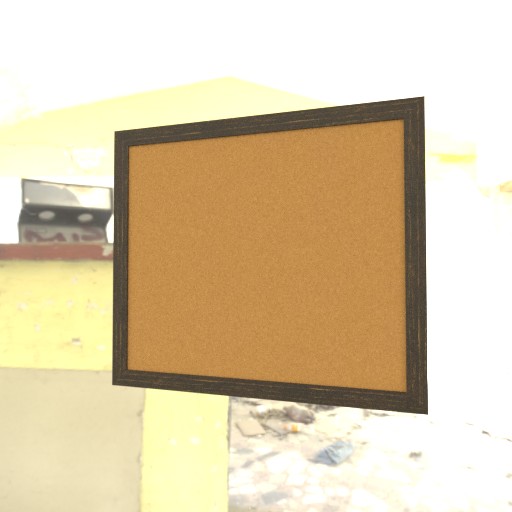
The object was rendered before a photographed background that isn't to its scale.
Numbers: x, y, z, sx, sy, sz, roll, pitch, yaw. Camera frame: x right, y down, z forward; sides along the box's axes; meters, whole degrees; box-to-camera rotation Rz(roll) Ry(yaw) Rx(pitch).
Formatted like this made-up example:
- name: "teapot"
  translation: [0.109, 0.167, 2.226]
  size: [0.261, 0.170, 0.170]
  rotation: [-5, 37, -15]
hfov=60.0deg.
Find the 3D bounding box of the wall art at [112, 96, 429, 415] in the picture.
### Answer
- name: "wall art"
  translation: [0.000, 0.000, 0.532]
  size: [0.381, 0.330, 0.031]
  rotation: [-1, -2, 18]
